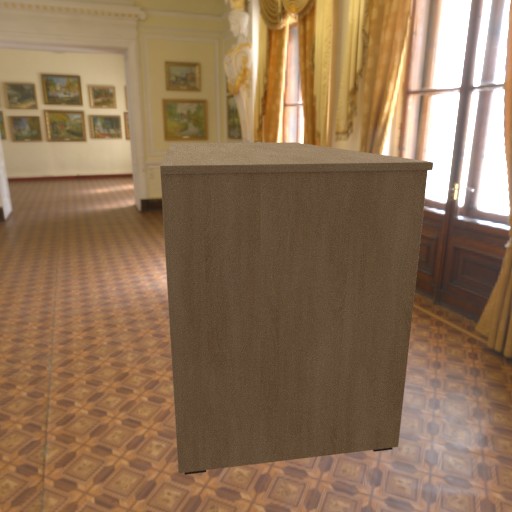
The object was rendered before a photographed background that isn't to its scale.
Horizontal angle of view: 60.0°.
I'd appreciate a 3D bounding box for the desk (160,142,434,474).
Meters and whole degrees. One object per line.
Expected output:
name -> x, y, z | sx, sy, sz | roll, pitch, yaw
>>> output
desk -> 0.000, 0.000, 1.643 | 0.600, 0.770, 1.251 | -3, 17, -9
